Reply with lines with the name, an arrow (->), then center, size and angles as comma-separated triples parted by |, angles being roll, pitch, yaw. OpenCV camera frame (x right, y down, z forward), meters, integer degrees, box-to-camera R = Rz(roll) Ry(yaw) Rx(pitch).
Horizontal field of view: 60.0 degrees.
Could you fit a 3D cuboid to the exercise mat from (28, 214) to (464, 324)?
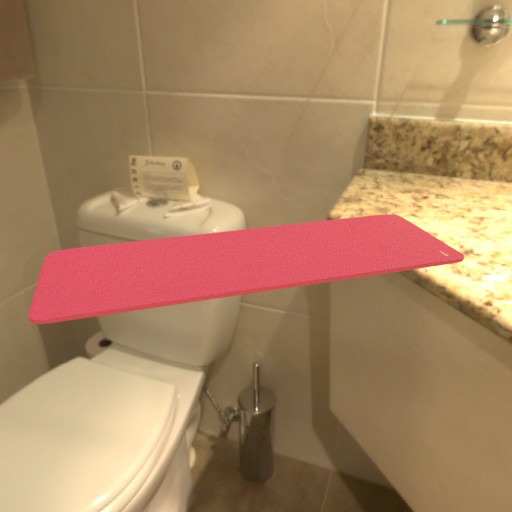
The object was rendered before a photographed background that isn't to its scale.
exercise mat -> 0.000, 0.000, 2.068 | 1.884, 0.021, 0.616 | -7, 27, -15
